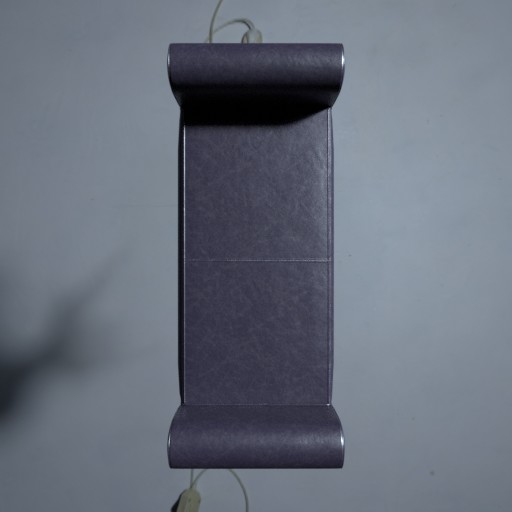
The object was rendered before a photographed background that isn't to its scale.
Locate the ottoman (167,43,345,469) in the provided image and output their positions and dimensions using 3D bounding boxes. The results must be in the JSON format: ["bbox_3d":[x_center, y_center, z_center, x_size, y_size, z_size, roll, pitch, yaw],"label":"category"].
[{"bbox_3d":[0.000,0.000,1.526,0.521,0.547,1.256,0,90,0],"label":"ottoman"}]
